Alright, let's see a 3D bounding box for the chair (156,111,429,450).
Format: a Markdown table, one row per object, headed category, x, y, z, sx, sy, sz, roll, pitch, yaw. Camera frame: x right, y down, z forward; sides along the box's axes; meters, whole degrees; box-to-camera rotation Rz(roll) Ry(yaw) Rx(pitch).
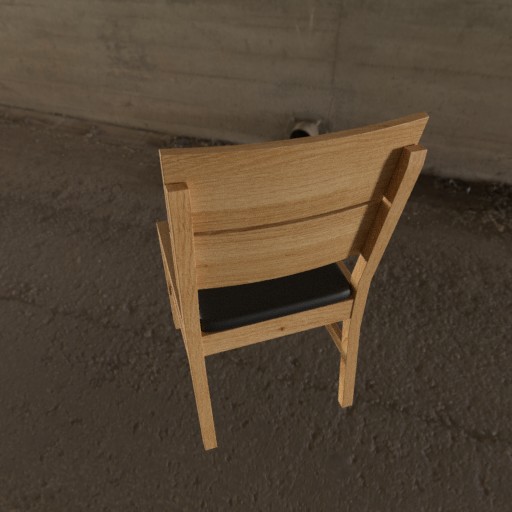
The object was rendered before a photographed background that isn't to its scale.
| category | x | y | z | sx | sy | sz | roll | pitch | yaw |
| --- | --- | --- | --- | --- | --- | --- | --- | --- | --- |
| chair | 0.000 | 0.000 | 1.224 | 0.475 | 0.950 | 0.569 | -12 | 42 | -14 |
